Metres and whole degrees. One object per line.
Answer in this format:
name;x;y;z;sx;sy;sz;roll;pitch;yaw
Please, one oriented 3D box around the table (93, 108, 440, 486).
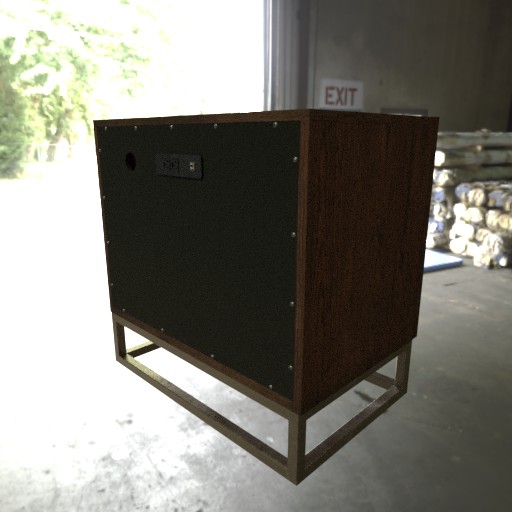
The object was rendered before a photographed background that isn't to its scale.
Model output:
table;0.000;0.000;1.258;0.767;0.746;0.542;14;21;43
